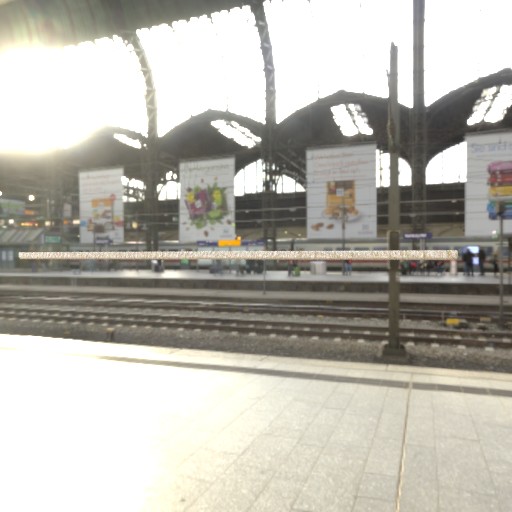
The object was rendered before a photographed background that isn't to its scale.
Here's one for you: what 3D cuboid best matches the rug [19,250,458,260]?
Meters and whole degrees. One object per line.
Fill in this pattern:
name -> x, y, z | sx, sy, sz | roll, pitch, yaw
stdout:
rug -> 0.000, 0.000, 2.068 | 1.600, 0.027, 1.200 | 0, 0, 18
